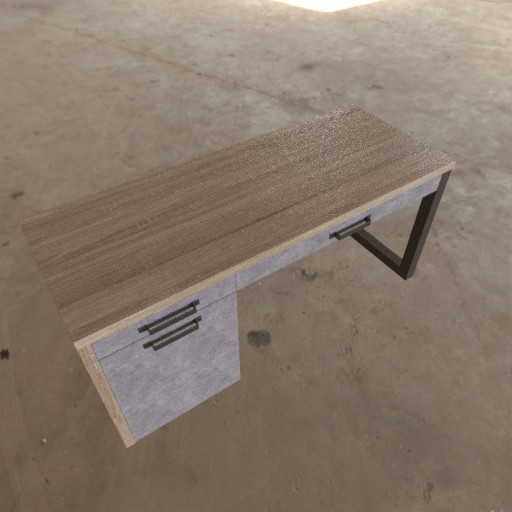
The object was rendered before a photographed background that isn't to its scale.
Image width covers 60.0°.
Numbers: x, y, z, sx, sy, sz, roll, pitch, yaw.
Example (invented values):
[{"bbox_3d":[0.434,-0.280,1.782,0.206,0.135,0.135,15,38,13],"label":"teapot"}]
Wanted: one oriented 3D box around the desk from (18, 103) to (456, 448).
[{"bbox_3d":[0.000,0.000,2.069,1.700,0.760,0.690,-25,50,-23],"label":"desk"}]
